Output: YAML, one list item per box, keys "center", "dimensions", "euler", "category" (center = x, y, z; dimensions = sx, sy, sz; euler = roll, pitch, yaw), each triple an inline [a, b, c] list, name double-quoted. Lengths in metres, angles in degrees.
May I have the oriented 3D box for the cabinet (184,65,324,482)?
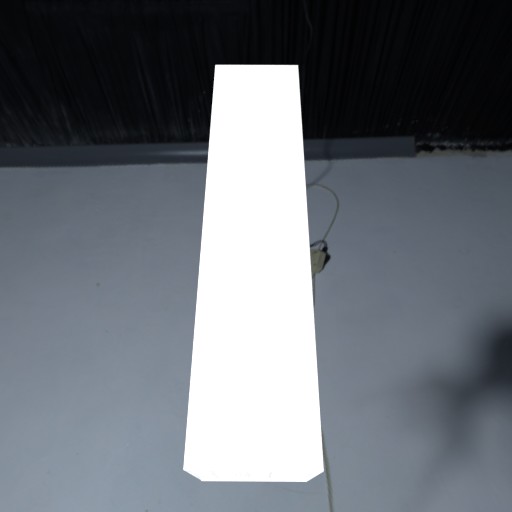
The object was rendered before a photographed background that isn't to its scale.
- center: [0.000, 0.000, 2.448]
  dimensions: [0.499, 0.779, 2.198]
  euler: [0, 60, 0]
  category: "cabinet"
